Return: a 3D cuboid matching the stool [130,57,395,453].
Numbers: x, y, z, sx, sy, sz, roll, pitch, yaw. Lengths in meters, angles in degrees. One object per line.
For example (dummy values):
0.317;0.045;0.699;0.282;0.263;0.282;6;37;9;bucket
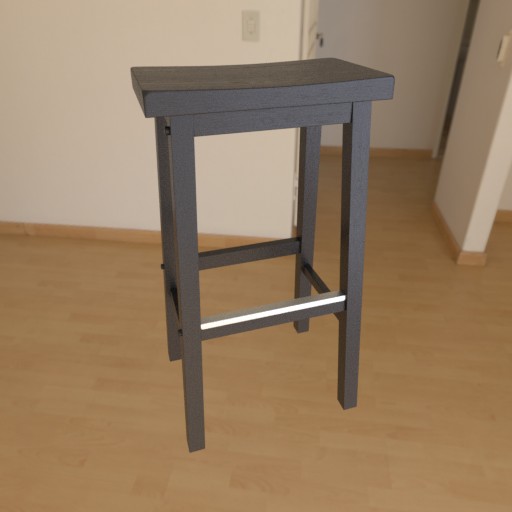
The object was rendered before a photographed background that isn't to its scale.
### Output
0.000;0.000;0.952;0.406;0.742;0.322;-9;33;-15;stool
